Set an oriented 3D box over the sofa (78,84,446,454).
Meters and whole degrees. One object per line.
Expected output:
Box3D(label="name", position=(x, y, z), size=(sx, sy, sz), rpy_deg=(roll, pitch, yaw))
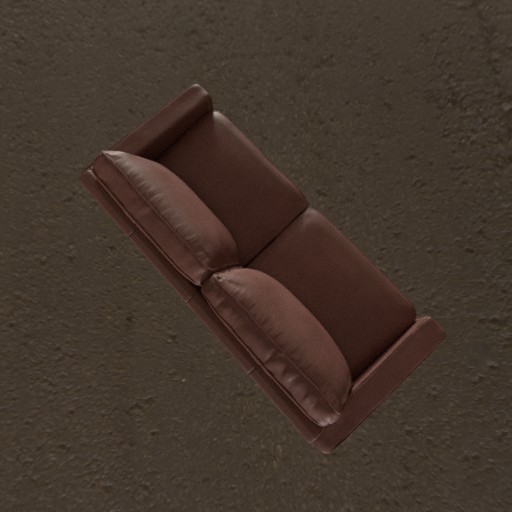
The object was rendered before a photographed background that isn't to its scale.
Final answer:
Box3D(label="sofa", position=(0.000, 0.000, 2.583), size=(0.940, 0.919, 2.080), rpy_deg=(-41, 80, -9))
